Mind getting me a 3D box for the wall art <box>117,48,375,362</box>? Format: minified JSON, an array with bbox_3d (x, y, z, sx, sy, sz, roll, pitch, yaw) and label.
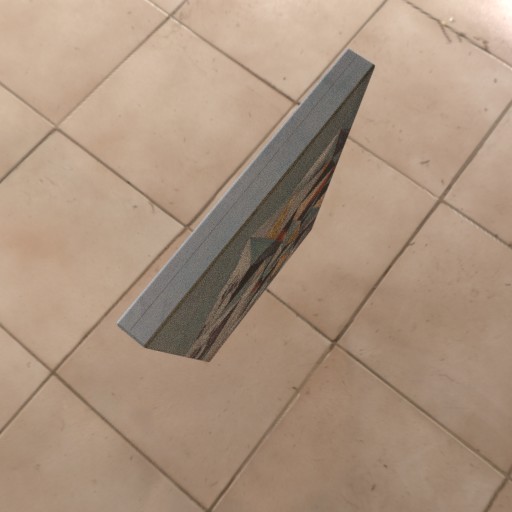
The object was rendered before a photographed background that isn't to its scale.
[{"bbox_3d":[0.000,0.000,1.151,0.061,0.911,0.609,36,78,9],"label":"wall art"}]
